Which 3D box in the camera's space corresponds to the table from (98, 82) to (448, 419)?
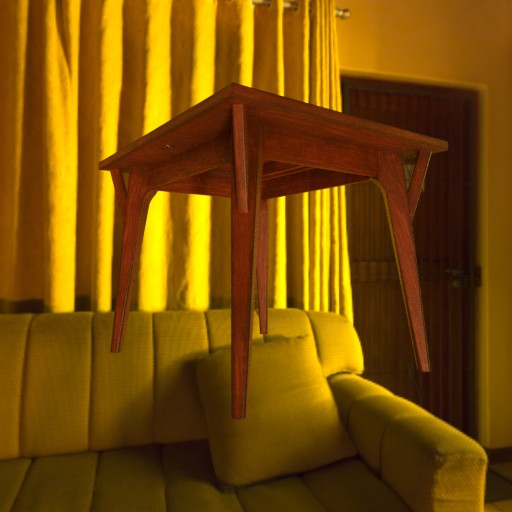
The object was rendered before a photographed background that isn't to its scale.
[{"bbox_3d":[0.000,0.000,1.610,0.838,0.761,0.991,0,0,-36],"label":"table"}]
